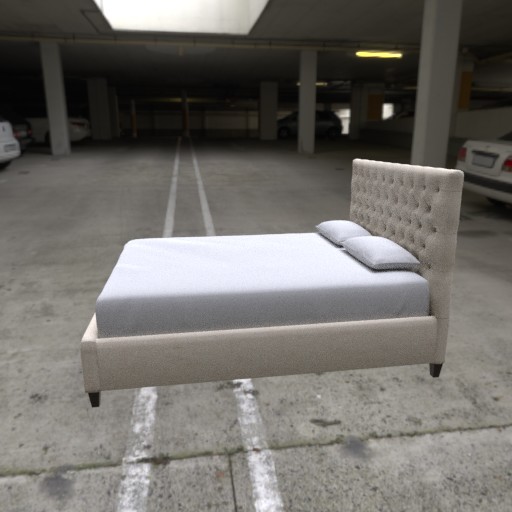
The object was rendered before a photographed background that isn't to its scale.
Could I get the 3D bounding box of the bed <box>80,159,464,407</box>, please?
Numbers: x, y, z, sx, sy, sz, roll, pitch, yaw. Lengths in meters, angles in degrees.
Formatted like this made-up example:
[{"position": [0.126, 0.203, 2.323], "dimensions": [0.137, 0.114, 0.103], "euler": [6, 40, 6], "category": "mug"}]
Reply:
[{"position": [0.000, 0.000, 3.519], "dimensions": [2.387, 1.427, 1.698], "euler": [-2, 15, -9], "category": "bed"}]
